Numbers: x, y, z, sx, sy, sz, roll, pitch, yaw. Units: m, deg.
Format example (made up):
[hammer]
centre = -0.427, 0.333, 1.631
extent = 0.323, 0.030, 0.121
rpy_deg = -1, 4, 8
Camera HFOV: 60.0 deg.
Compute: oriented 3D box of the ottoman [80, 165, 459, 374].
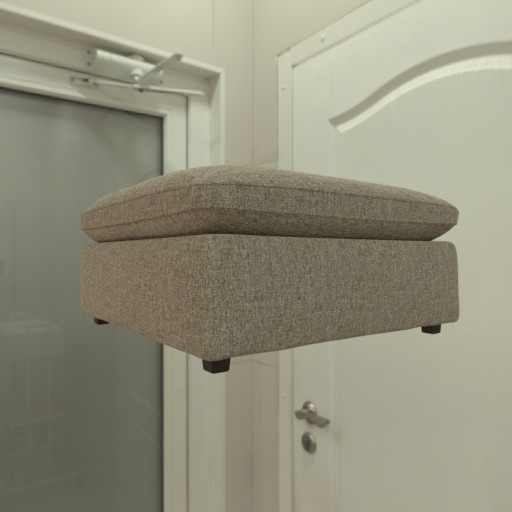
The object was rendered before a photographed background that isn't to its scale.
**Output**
[ottoman]
centre = 0.000, 0.000, 1.616
extent = 1.035, 0.526, 1.039
rpy_deg = 0, 0, -36
